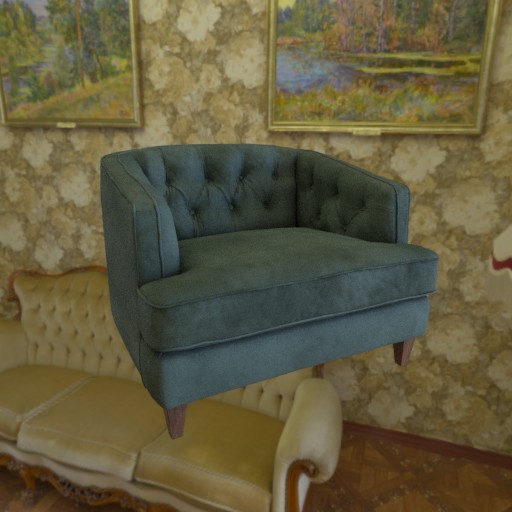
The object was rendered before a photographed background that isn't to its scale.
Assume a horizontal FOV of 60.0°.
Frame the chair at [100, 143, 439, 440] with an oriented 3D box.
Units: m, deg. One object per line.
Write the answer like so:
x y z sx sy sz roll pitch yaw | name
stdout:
0.000 0.000 1.763 1.104 0.852 0.941 -8 17 -27 | chair
